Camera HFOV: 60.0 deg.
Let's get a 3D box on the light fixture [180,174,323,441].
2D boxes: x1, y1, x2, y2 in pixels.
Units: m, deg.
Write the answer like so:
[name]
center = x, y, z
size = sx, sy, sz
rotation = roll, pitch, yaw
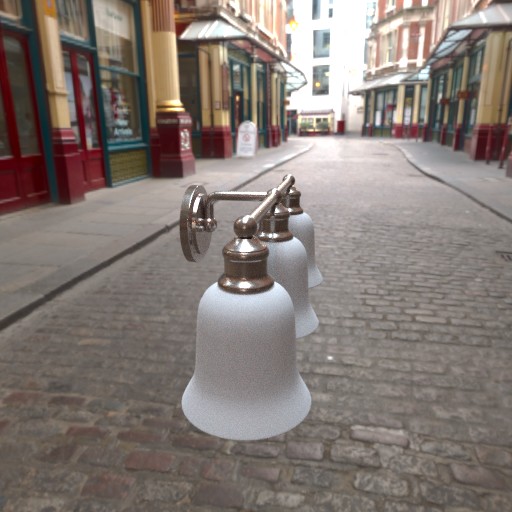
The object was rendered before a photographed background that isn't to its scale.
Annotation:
[light fixture]
center = 0.000, 0.000, 0.677
size = 0.198, 0.211, 0.570
rotation = 3, 16, 10
